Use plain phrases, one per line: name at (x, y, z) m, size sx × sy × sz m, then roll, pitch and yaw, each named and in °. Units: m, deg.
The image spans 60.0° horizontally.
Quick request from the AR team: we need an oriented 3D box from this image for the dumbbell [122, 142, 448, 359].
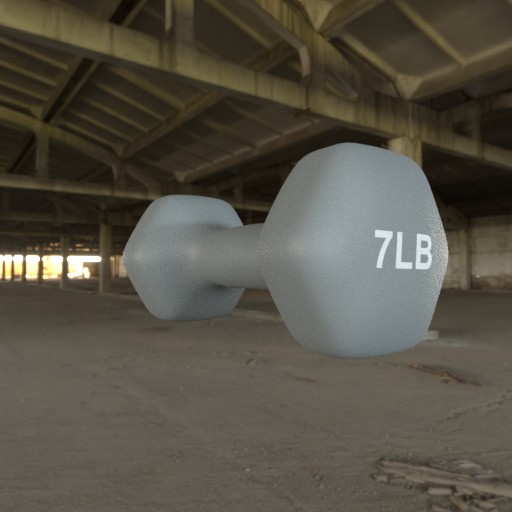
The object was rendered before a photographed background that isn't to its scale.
dumbbell at (0.000, 0.000, 0.234) m, size 0.090 × 0.081 × 0.184 m, roll 1°, pitch -2°, yaw -36°
